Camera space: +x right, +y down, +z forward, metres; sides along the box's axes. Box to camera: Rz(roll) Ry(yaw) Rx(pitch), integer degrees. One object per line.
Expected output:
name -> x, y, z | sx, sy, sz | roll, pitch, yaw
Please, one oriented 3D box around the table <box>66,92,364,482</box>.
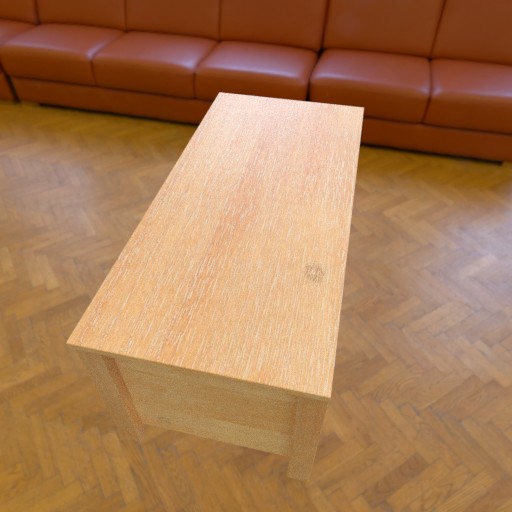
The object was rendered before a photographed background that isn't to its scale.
table -> 0.000, 0.000, 1.280 | 0.483, 0.457, 1.016 | 9, 47, 9
